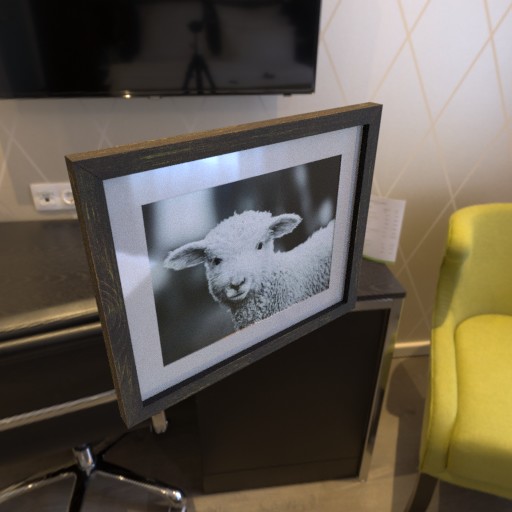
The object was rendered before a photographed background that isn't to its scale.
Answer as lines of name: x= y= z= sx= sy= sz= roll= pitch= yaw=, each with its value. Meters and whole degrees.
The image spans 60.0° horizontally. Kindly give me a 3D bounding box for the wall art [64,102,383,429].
wall art: x=0.000 y=0.000 z=0.784 sx=0.558 sy=0.457 sz=0.032 roll=-21 pitch=35 yaw=-32
